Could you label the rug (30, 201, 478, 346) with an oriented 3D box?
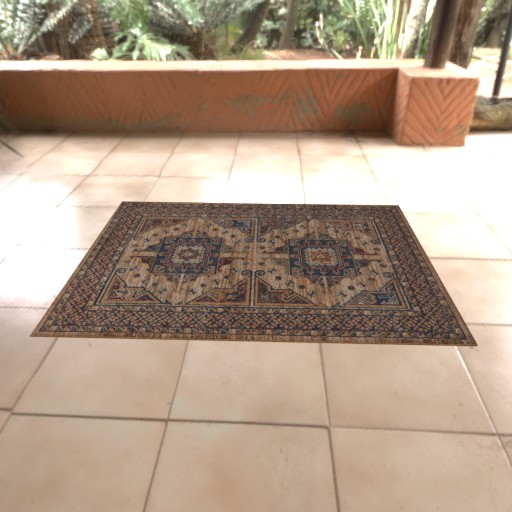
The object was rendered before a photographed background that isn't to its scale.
[{"bbox_3d":[0.000,0.000,2.880,2.227,0.008,1.611,1,32,2],"label":"rug"}]
